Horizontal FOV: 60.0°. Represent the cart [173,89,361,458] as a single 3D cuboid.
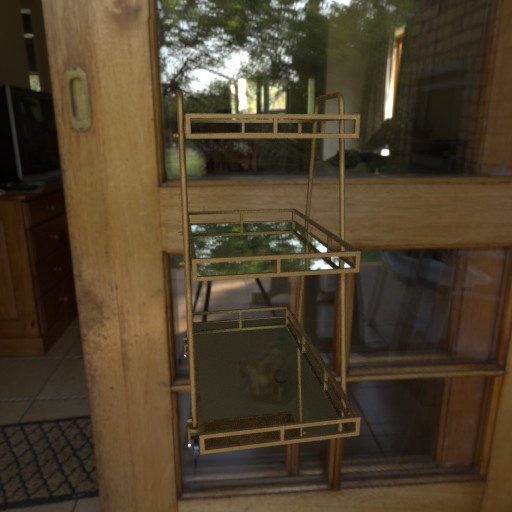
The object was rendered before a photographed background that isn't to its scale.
[{"bbox_3d":[0.000,0.000,1.276,0.441,0.883,0.711,-3,16,-10],"label":"cart"}]
